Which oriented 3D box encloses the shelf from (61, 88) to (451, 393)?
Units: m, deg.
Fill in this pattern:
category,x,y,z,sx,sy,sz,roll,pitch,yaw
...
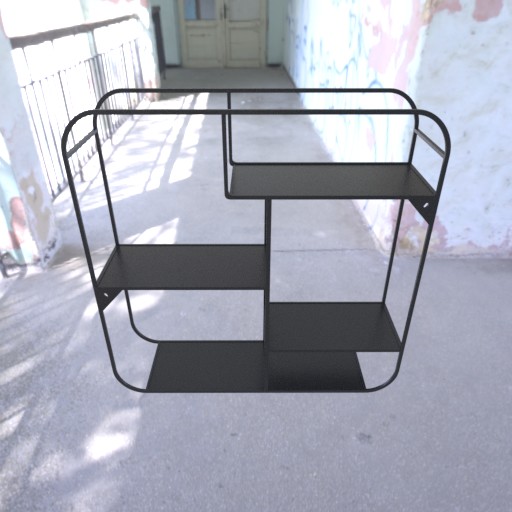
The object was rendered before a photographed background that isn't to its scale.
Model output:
category,x,y,z,sx,sy,sz,roll,pitch,yaw
shelf,0.000,0.000,0.874,0.600,0.600,0.160,0,32,0
